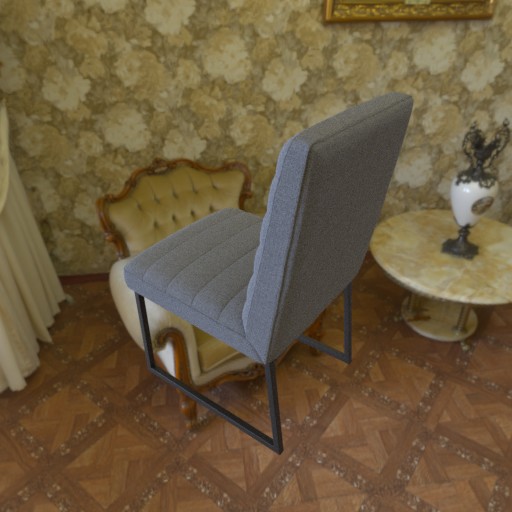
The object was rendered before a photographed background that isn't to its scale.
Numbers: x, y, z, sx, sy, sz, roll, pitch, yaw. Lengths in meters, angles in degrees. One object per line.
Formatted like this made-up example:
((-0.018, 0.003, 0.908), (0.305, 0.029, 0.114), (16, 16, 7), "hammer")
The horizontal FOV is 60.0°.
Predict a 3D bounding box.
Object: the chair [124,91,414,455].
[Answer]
((0.000, 0.000, 1.317), (0.634, 0.930, 0.520), (21, 37, 30), "chair")
